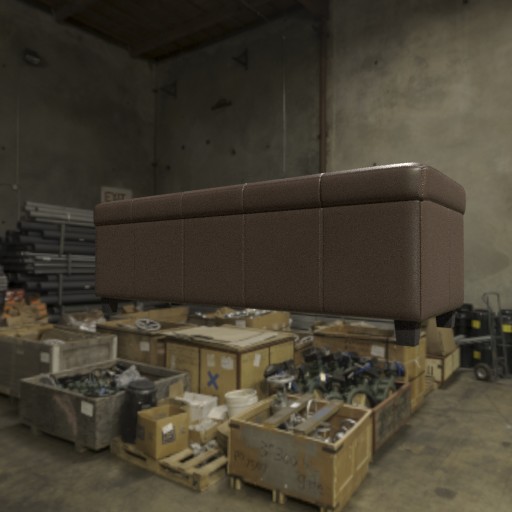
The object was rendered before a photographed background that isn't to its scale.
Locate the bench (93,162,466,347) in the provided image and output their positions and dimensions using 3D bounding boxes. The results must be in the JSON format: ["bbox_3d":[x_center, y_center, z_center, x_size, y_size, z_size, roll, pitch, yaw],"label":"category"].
[{"bbox_3d":[0.000,0.000,1.472,1.219,0.417,0.450,-1,-1,36],"label":"bench"}]
